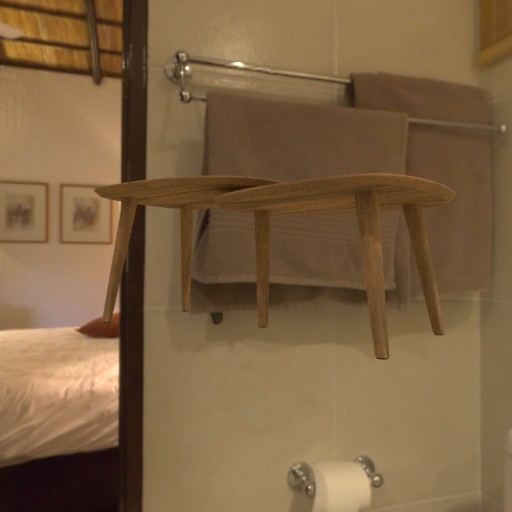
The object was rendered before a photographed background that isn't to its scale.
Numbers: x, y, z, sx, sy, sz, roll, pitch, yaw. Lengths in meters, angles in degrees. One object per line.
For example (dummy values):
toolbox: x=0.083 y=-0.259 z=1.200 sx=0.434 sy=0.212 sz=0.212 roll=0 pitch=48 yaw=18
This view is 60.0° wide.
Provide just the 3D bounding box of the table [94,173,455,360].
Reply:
table: x=0.000 y=0.000 z=1.336 sx=1.084 sy=0.429 sz=0.527 roll=-1 pitch=-1 yaw=36
